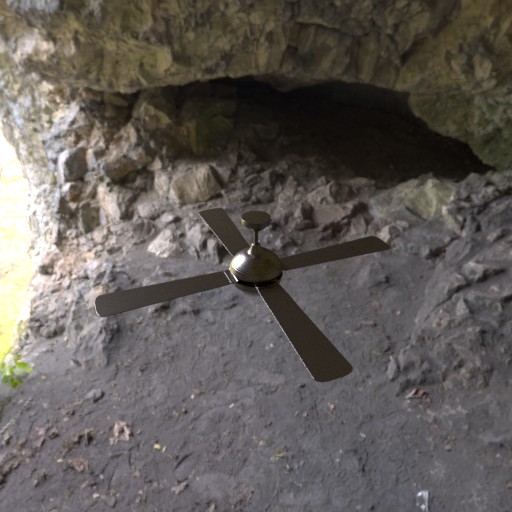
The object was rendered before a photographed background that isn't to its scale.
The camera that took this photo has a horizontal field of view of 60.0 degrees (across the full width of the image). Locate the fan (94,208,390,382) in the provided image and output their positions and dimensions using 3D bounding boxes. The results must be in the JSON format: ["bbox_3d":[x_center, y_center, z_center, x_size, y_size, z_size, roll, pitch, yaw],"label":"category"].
[{"bbox_3d":[0.000,0.000,1.947,1.321,0.381,1.321,-1,31,-2],"label":"fan"}]
